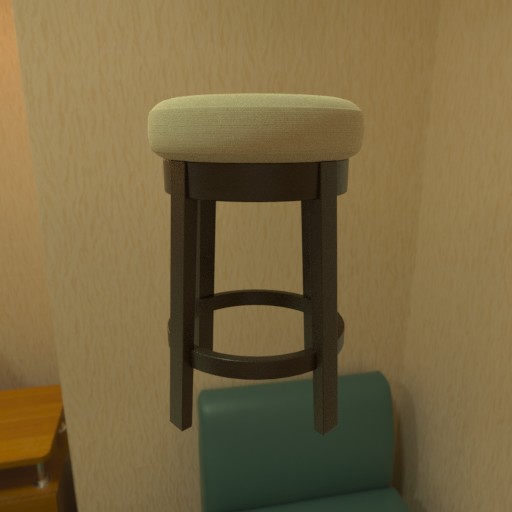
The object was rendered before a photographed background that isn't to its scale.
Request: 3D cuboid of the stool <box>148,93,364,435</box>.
[{"bbox_3d":[0.000,0.000,0.973,0.449,0.655,0.449,0,15,0],"label":"stool"}]
